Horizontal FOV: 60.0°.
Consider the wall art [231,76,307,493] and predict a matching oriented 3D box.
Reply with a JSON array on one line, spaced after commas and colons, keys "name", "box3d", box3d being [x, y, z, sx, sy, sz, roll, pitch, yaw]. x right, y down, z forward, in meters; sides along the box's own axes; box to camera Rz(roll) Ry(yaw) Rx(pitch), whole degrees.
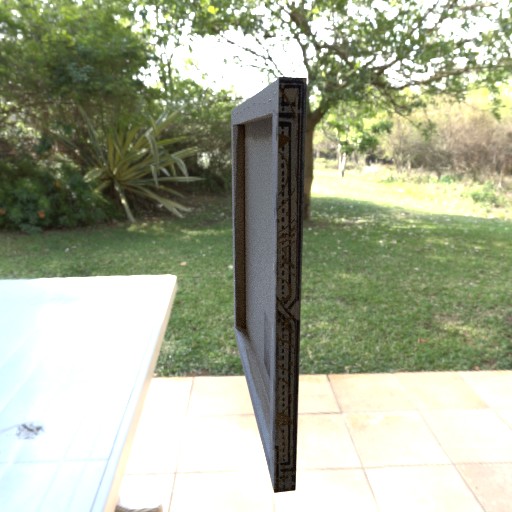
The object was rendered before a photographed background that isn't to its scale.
[{"name": "wall art", "box3d": [0.000, 0.000, 0.906, 0.036, 0.607, 0.609, -2, 15, -8]}]
